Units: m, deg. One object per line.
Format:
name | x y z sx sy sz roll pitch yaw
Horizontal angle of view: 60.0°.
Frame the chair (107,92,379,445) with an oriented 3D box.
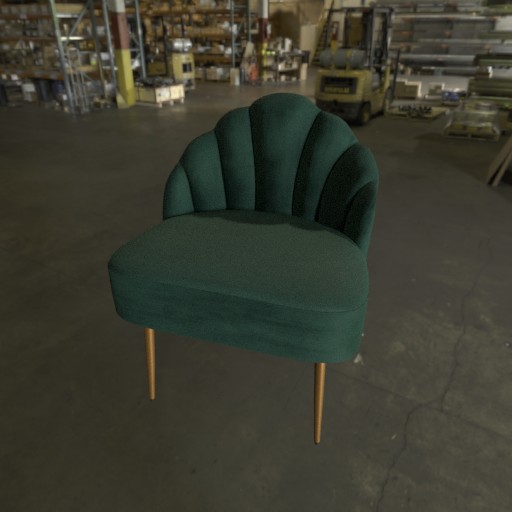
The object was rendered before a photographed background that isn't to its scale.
chair | 0.000 0.000 1.269 0.657 0.819 0.599 8 28 16
